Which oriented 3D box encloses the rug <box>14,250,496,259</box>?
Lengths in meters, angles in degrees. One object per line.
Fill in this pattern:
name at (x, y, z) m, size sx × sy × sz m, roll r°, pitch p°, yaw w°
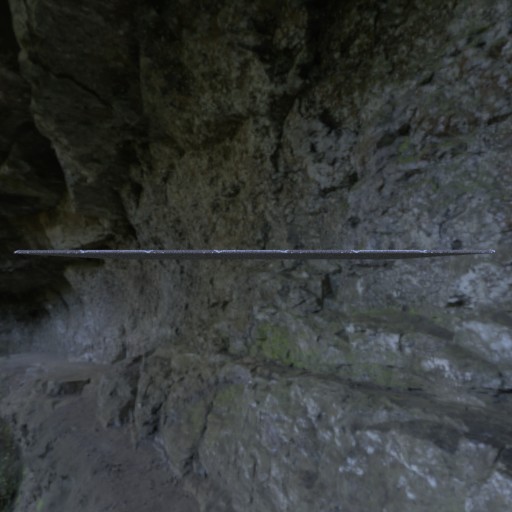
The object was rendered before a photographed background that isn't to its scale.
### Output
rug at (0.000, 0.000, 2.300) m, size 1.836 × 0.012 × 1.239 m, roll 0°, pitch -2°, yaw 2°
